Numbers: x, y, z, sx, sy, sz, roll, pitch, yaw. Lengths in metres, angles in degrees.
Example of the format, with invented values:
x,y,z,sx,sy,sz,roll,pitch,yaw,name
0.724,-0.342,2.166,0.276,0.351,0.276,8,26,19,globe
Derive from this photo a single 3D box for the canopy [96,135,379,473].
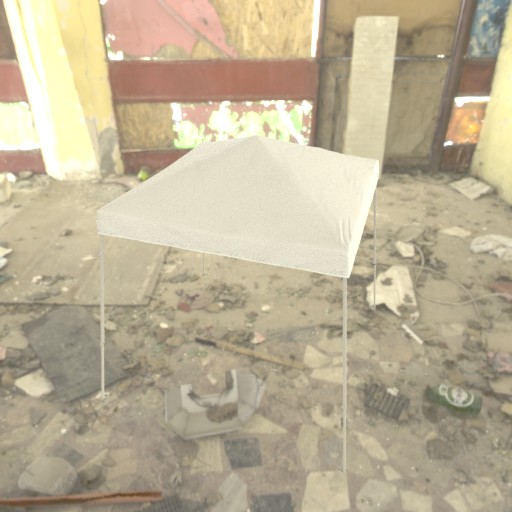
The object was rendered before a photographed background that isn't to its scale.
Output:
x,y,z,sx,sy,sz,roll,pitch,yaw,name
0.000,0.000,6.581,3.599,3.600,3.600,10,32,16,canopy
